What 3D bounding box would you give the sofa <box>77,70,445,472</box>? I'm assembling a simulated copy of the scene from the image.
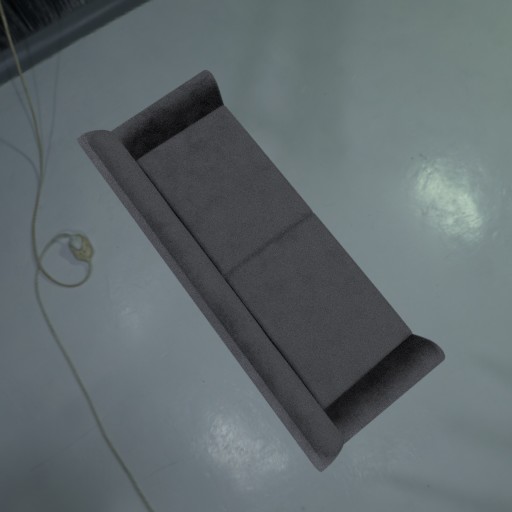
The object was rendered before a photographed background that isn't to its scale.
[{"bbox_3d":[0.000,0.000,2.686,0.900,0.740,2.190,-37,80,-8],"label":"sofa"}]
